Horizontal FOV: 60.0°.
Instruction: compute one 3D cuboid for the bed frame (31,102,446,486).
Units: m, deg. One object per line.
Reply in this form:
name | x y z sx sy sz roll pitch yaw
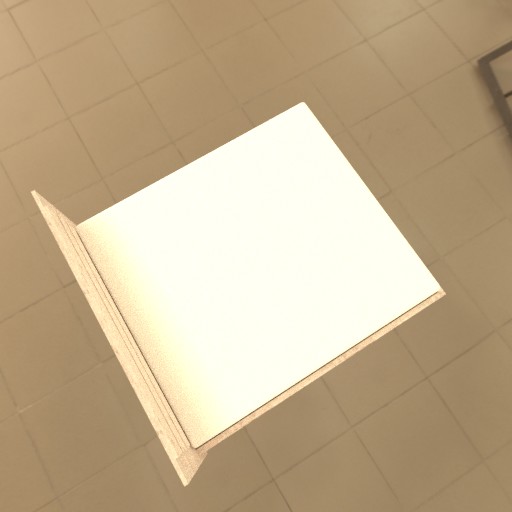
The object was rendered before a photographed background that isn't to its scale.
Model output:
bed frame | 0.000 0.000 3.128 2.080 0.970 1.950 -31 77 -8
